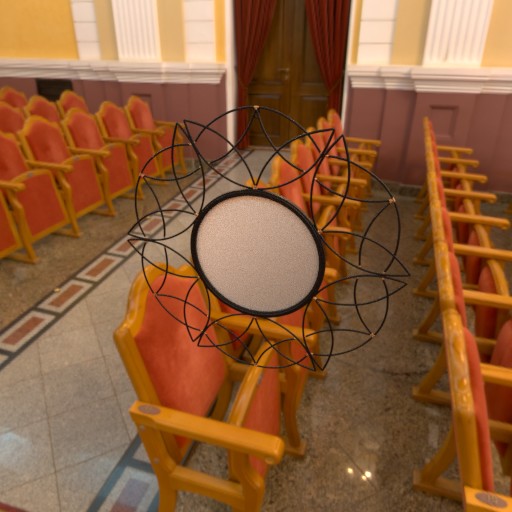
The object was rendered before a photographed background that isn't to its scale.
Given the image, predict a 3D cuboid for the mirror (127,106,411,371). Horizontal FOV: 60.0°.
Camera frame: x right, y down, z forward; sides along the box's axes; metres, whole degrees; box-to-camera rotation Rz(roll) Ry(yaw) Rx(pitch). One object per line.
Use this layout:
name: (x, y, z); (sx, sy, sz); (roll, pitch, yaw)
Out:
mirror: (0.000, 0.000, 1.199); (0.797, 0.775, 0.028); (8, 28, 16)
